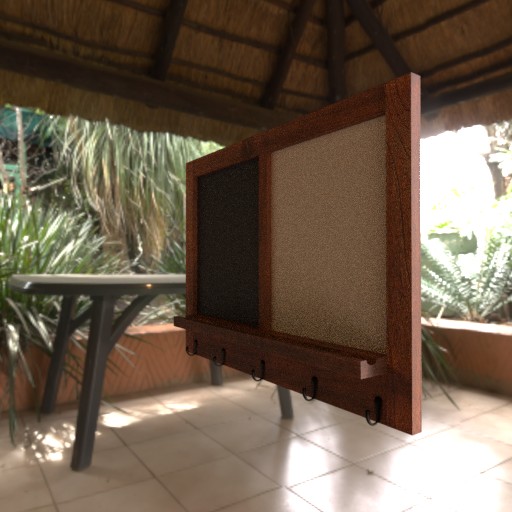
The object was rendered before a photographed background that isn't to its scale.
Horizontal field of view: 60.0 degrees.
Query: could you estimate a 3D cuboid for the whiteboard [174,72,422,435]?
[{"bbox_3d":[0.000,0.000,0.976,0.083,0.553,0.768,0,-1,-35],"label":"whiteboard"}]
